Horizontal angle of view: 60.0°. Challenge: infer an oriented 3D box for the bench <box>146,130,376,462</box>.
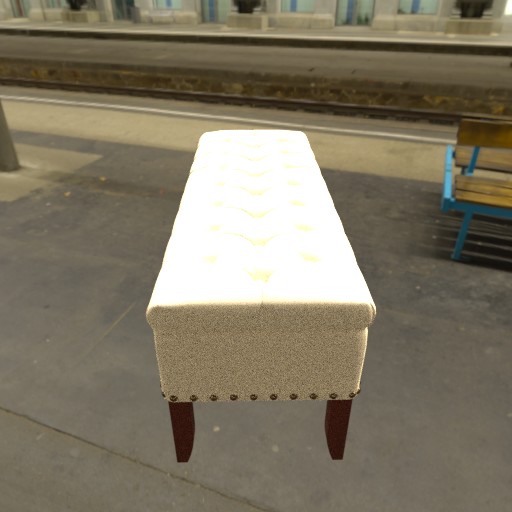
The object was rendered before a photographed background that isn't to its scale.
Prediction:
[{"bbox_3d":[0.000,0.000,1.296,0.400,0.470,1.054,-1,31,-1],"label":"bench"}]
